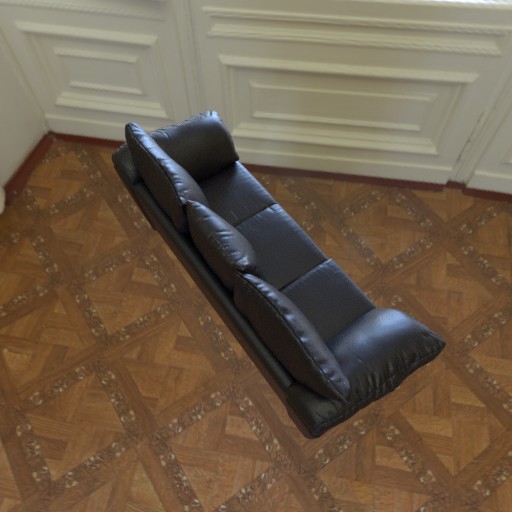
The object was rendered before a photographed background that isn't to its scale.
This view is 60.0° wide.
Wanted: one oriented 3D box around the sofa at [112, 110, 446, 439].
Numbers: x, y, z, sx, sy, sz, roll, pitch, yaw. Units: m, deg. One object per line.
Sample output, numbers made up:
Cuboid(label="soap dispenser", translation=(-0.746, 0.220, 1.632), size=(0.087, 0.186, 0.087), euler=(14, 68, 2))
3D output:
Cuboid(label="sofa", translation=(0.000, 0.000, 2.916), size=(0.880, 1.073, 2.336), euler=(-32, 64, -17))
